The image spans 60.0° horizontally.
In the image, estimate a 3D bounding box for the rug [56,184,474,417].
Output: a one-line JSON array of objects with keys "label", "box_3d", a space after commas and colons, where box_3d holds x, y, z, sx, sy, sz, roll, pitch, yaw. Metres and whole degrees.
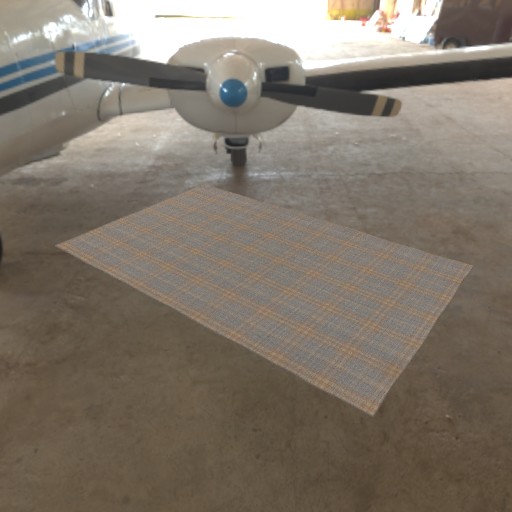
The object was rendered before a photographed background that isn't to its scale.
[{"label": "rug", "box_3d": [0.000, 0.000, 3.054, 2.460, 0.016, 1.545, 21, 36, 32]}]
